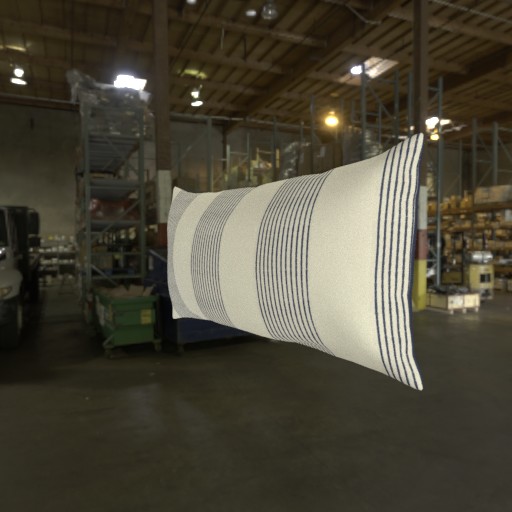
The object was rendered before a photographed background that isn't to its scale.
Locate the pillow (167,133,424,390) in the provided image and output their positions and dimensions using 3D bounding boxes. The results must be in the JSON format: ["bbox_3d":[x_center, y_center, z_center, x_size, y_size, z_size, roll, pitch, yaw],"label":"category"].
[{"bbox_3d":[0.000,0.000,0.721,0.151,0.287,0.610,-1,2,-36],"label":"pillow"}]
